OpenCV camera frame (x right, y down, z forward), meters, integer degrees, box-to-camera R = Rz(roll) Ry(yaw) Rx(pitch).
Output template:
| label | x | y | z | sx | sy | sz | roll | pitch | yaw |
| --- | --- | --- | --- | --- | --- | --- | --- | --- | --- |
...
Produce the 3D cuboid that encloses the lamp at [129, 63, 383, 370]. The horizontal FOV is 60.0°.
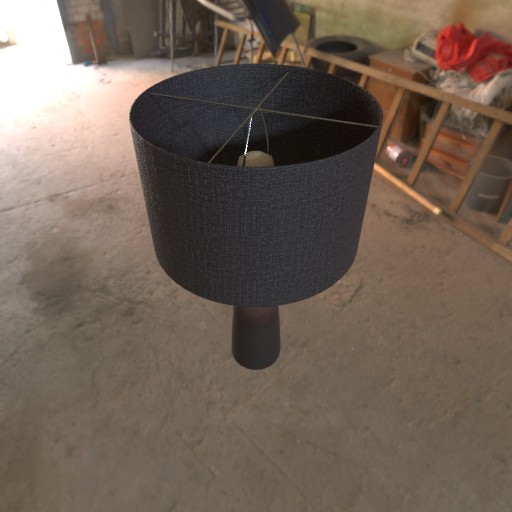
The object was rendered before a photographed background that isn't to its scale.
| label | x | y | z | sx | sy | sz | roll | pitch | yaw |
| --- | --- | --- | --- | --- | --- | --- | --- | --- | --- |
| lamp | 0.000 | 0.000 | 0.699 | 0.303 | 0.488 | 0.303 | 0 | 41 | 0 |
